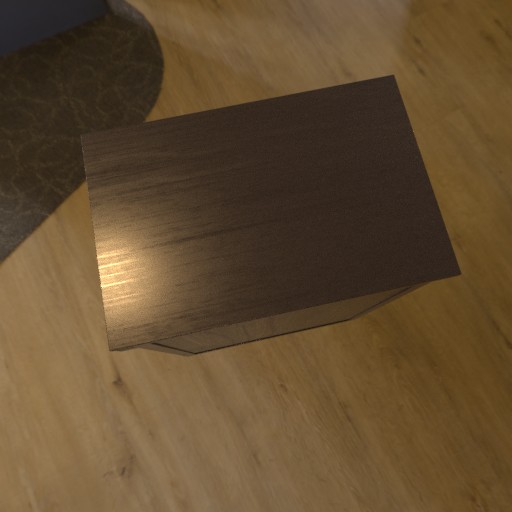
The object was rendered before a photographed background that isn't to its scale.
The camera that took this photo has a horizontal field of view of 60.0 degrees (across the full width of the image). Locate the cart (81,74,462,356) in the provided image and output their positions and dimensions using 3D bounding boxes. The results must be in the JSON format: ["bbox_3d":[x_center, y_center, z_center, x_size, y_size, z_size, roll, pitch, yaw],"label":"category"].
[{"bbox_3d":[0.000,0.000,1.284,0.690,0.878,0.449,-12,76,-3],"label":"cart"}]
